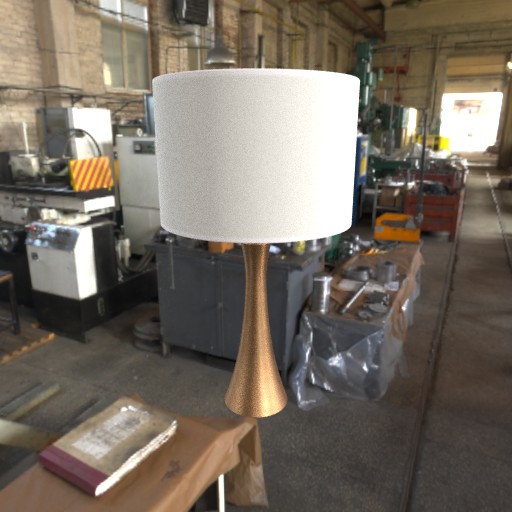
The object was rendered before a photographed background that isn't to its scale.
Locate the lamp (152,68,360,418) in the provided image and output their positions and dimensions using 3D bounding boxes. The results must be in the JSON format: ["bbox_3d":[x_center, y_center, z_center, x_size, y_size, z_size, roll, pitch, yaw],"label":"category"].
[{"bbox_3d":[0.000,0.000,0.652,0.268,0.479,0.268,-2,16,-7],"label":"lamp"}]
